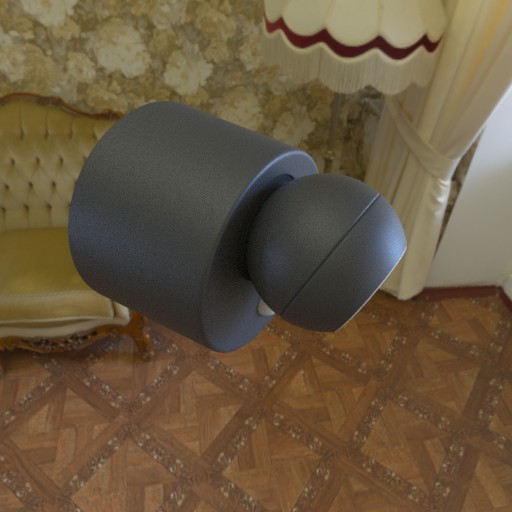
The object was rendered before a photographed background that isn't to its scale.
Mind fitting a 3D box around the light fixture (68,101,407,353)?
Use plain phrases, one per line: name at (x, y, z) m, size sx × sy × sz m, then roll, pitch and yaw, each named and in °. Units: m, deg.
light fixture at (0.000, 0.000, 0.262) m, size 0.160 × 0.143 × 0.134 m, roll 24°, pitch 47°, yaw 25°
